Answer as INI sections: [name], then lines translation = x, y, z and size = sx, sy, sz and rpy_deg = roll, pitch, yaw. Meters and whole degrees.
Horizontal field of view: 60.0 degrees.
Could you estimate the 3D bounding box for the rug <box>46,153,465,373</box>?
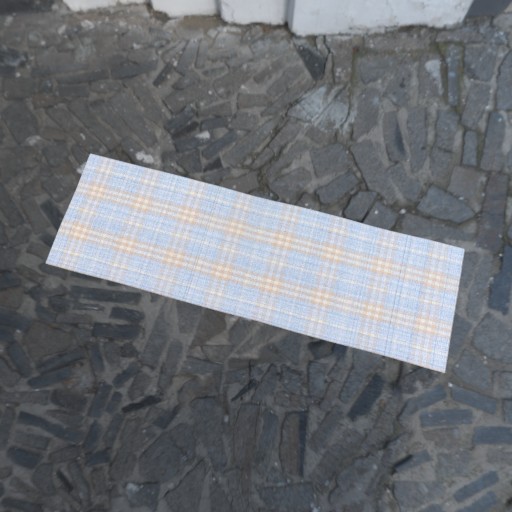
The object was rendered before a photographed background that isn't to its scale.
[rug]
translation = 0.000, 0.000, 2.698
size = 2.439, 0.013, 0.762
rpy_deg = 15, 76, 4
